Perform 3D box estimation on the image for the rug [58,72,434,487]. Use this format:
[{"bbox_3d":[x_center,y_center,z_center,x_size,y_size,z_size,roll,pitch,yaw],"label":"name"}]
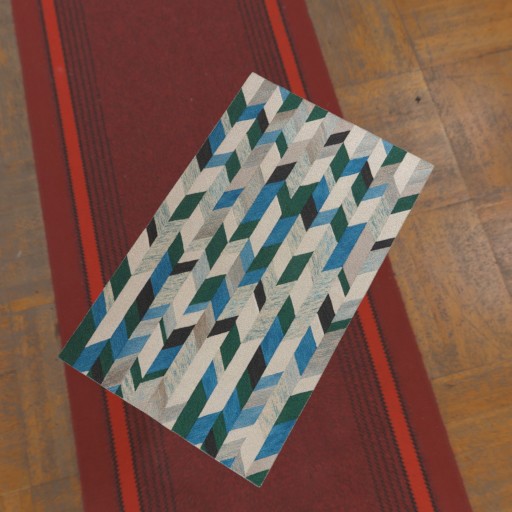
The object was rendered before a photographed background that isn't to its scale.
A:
[{"bbox_3d":[0.000,0.000,2.981,1.507,0.007,2.433,30,78,7],"label":"rug"}]
